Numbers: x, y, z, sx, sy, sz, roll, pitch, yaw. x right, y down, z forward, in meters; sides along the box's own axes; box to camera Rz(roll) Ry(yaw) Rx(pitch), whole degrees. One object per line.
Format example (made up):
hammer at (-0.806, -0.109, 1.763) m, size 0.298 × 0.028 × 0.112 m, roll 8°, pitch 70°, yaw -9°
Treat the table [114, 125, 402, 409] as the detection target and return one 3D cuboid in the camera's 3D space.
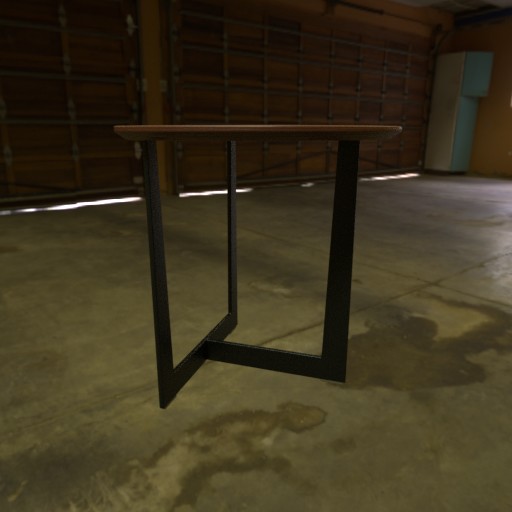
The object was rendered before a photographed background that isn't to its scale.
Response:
table at (0.000, 0.000, 0.852) m, size 0.494 × 0.476 × 0.477 m, roll 2°, pitch 16°, yaw 7°
